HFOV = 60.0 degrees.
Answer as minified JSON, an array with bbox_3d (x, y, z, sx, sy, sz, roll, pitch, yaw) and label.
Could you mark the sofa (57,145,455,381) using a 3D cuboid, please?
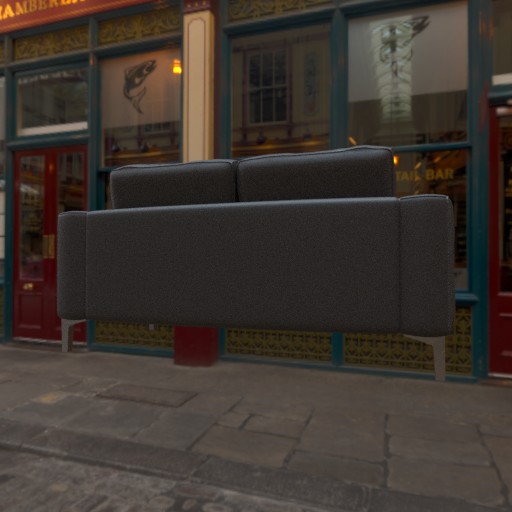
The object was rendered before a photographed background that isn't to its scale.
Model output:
[{"bbox_3d":[0.000,0.000,2.172,1.726,0.893,0.833,0,-1,19],"label":"sofa"}]
